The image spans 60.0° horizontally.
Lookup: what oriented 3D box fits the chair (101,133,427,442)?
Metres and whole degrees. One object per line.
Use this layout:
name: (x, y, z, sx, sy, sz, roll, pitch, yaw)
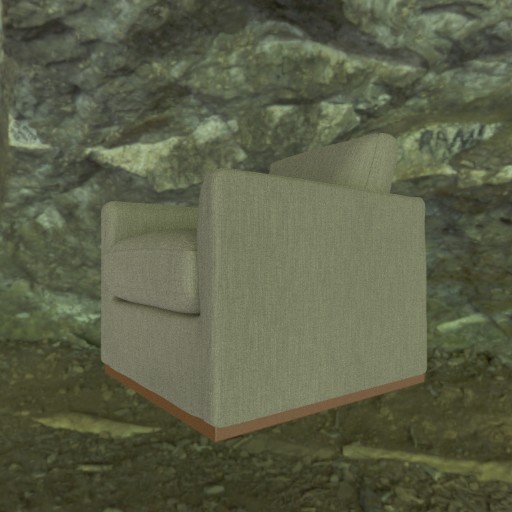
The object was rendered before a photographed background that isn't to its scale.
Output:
chair: (0.000, 0.000, 1.474, 0.834, 0.811, 0.763, 0, -1, -37)
